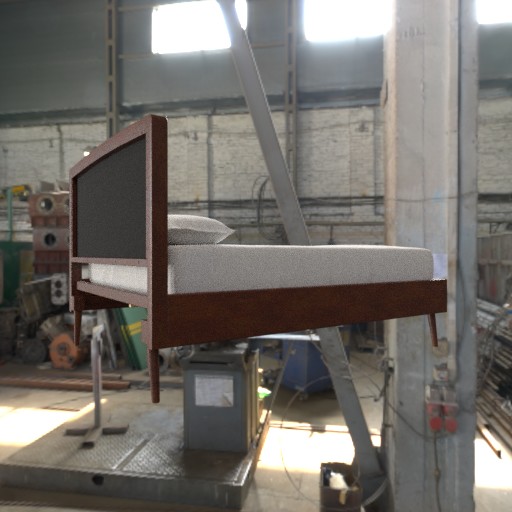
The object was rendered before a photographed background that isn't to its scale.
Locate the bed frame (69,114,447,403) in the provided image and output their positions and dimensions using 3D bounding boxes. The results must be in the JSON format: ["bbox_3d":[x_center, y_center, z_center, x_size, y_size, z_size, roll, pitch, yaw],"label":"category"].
[{"bbox_3d":[0.000,0.000,3.154,2.171,1.279,1.587,0,0,-35],"label":"bed frame"}]
